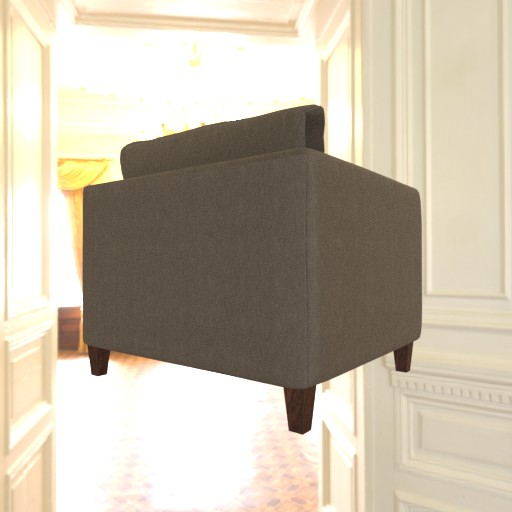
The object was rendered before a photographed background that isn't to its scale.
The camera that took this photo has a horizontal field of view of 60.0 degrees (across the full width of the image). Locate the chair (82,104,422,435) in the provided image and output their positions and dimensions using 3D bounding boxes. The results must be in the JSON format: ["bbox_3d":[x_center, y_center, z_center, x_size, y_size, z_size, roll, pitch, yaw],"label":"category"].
[{"bbox_3d":[0.000,0.000,1.834,1.107,0.963,0.959,0,0,38],"label":"chair"}]
